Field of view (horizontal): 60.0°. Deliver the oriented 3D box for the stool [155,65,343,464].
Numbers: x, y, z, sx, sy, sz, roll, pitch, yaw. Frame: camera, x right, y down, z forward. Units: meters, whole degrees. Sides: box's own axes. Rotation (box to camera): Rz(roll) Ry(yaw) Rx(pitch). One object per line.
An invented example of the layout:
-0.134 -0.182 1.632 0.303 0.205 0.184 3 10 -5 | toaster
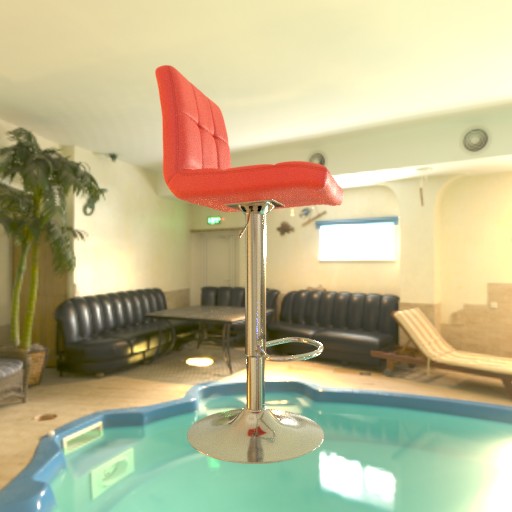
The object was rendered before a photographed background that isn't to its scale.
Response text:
0.000 0.000 1.392 0.505 1.115 0.430 0 0 17 | stool
